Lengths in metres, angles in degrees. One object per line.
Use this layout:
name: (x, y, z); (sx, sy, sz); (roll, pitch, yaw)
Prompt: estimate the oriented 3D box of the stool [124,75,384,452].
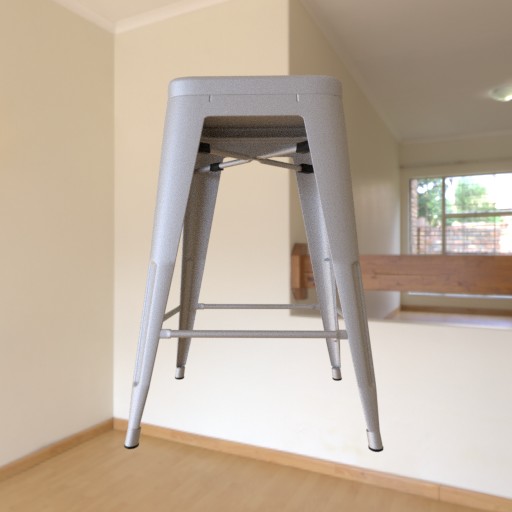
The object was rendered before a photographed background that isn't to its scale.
stool: (0.000, 0.000, 0.893); (0.410, 0.608, 0.410); (0, 0, 1)
